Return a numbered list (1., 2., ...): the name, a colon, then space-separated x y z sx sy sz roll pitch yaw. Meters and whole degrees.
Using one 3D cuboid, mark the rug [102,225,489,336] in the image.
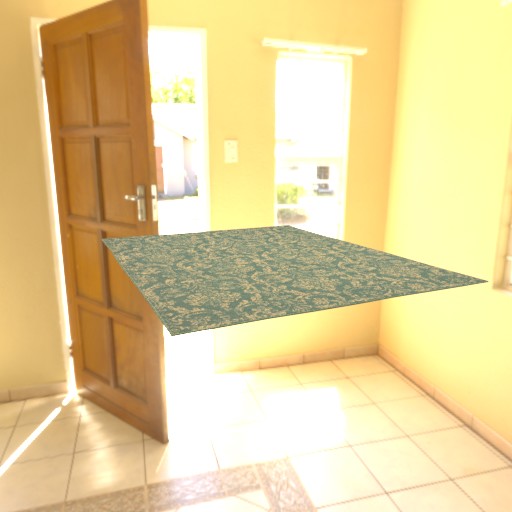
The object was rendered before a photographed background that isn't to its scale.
1. rug: 0.000 0.000 4.062 2.363 0.012 2.980 -6 14 -25
